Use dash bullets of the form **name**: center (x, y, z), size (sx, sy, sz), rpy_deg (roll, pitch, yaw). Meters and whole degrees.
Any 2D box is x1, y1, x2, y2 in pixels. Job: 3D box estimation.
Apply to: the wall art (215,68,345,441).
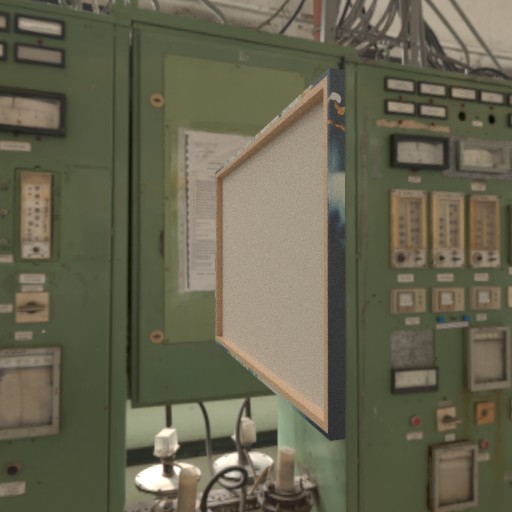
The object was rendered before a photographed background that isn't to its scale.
- **wall art**: center (0.000, 0.000, 1.450), size (0.035, 0.759, 1.138), rpy_deg (0, 0, -17)
